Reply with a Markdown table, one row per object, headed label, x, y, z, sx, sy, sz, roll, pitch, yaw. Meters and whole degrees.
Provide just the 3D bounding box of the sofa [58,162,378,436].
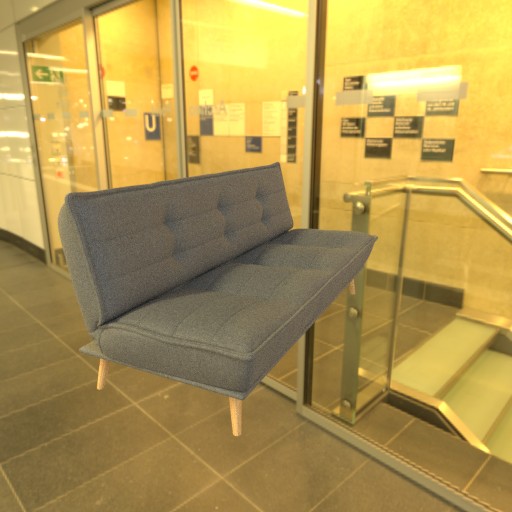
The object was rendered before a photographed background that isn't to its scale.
| label | x | y | z | sx | sy | sz | roll | pitch | yaw |
| --- | --- | --- | --- | --- | --- | --- | --- | --- | --- |
| sofa | 0.000 | 0.000 | 2.441 | 0.950 | 0.890 | 1.940 | 8 | 17 | 26 |
